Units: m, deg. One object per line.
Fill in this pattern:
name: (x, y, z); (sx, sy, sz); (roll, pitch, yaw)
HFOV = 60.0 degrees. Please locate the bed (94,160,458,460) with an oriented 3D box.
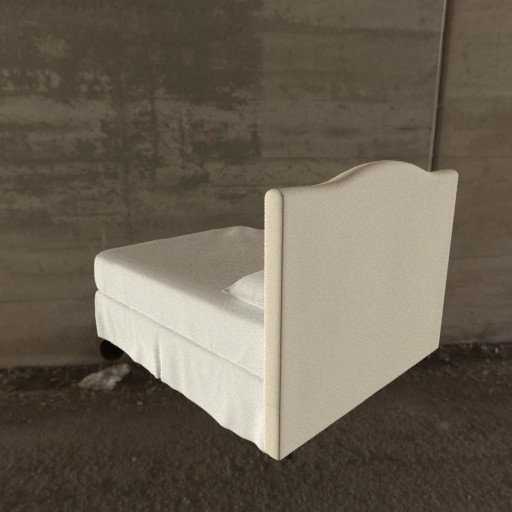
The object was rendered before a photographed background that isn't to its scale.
bed: (0.000, 0.000, 3.289); (1.753, 1.460, 2.143); (-14, 20, -42)
